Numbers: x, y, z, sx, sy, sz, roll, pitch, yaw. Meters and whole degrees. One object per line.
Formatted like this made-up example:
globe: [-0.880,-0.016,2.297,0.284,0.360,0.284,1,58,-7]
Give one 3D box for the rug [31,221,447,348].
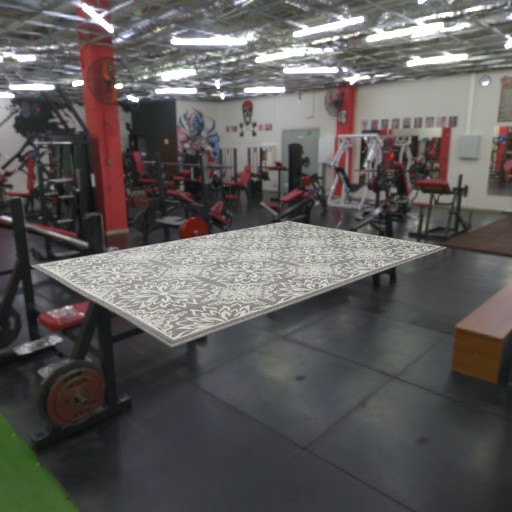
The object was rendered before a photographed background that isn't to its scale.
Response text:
rug: [0.000,0.000,2.335,1.847,0.012,1.224,-13,19,-42]
